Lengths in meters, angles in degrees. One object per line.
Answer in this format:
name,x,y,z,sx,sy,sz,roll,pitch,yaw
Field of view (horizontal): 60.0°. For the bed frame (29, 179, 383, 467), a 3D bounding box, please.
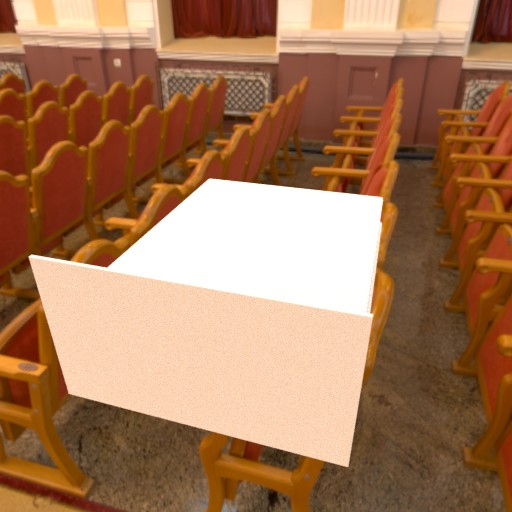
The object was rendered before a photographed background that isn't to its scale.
bed frame,0.000,0.000,2.655,1.400,0.800,1.900,9,31,15
